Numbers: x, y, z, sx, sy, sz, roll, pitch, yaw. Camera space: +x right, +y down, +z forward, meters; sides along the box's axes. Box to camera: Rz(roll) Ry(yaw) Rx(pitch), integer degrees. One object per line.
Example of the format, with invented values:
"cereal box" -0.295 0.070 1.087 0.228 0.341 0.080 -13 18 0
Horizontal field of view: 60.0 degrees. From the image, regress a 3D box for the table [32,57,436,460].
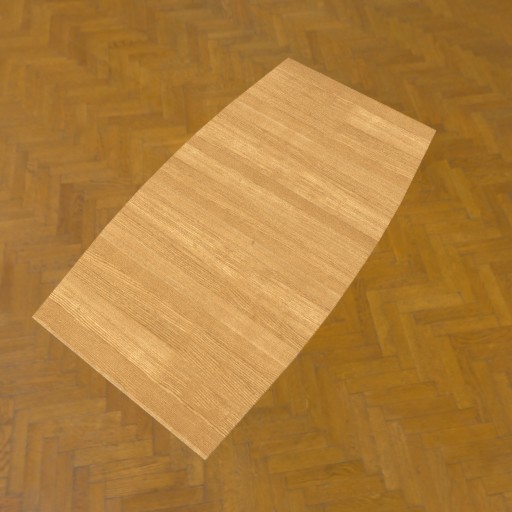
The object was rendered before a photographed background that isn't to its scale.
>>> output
"table" 0.000 0.000 2.065 0.900 0.748 1.598 33 68 15
